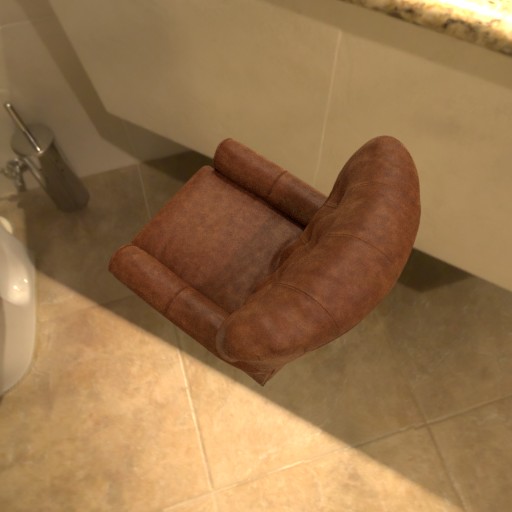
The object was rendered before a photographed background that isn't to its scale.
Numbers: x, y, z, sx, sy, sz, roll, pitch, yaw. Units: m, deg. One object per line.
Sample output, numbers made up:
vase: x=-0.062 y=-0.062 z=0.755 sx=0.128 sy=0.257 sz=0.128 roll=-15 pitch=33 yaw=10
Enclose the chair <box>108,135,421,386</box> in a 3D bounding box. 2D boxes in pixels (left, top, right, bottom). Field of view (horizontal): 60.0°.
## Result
chair: x=0.000 y=0.000 z=1.912 sx=1.059 sy=1.164 sz=0.951 roll=34 pitch=69 yaw=15
